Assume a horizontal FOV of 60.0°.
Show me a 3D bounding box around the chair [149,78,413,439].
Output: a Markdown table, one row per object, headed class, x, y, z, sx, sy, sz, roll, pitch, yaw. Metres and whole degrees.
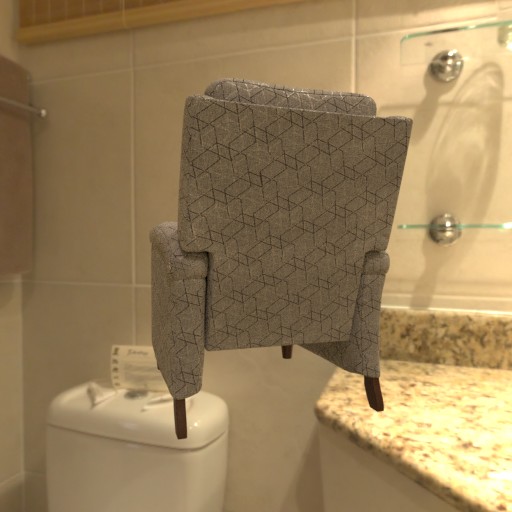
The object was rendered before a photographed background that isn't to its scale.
| class | x | y | z | sx | sy | sz | roll | pitch | yaw |
| --- | --- | --- | --- | --- | --- | --- | --- | --- | --- |
| chair | 0.000 | 0.000 | 1.700 | 0.753 | 1.048 | 0.987 | -1 | 2 | -18 |
